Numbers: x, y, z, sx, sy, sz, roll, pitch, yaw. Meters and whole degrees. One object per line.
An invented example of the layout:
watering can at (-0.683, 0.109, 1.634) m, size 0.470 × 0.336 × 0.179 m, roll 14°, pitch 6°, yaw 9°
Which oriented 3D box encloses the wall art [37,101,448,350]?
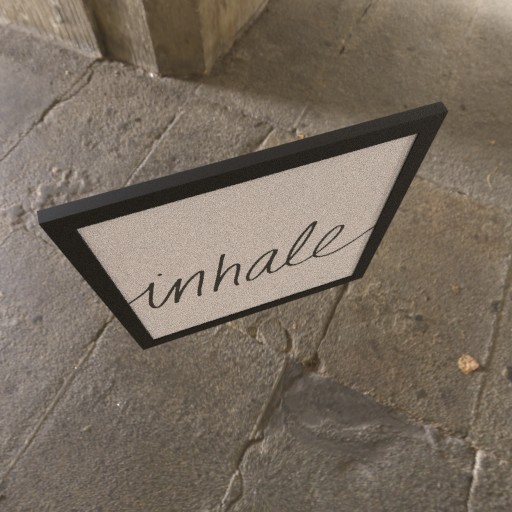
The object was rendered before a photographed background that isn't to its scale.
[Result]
wall art at (0.000, 0.000, 0.525) m, size 0.356 × 0.356 × 0.013 m, roll -17°, pitch 64°, yaw -9°
